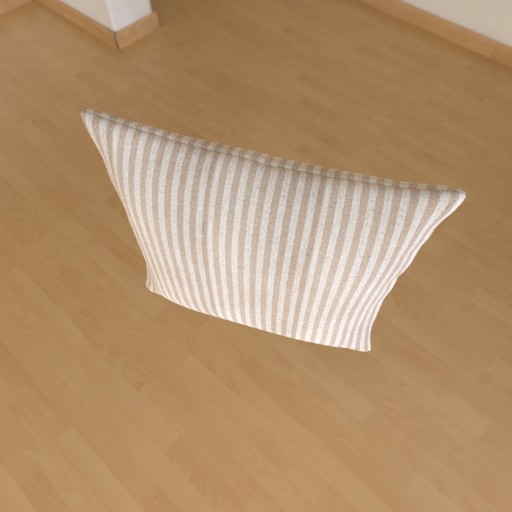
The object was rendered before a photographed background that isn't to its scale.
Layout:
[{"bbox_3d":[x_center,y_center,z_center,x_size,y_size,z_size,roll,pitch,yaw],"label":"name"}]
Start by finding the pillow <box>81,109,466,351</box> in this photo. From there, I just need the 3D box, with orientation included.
[{"bbox_3d":[0.000,0.000,0.782,0.523,0.510,0.166,14,59,9],"label":"pillow"}]
